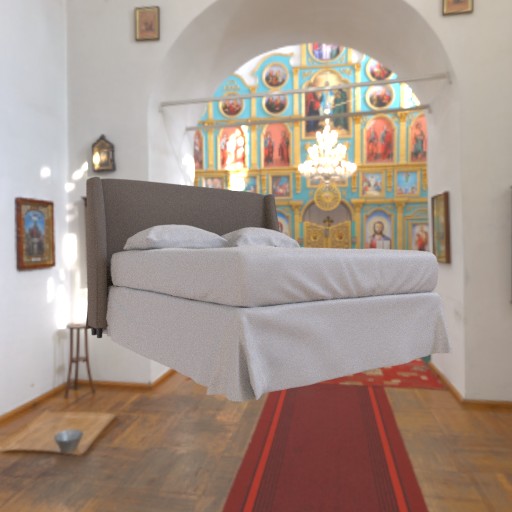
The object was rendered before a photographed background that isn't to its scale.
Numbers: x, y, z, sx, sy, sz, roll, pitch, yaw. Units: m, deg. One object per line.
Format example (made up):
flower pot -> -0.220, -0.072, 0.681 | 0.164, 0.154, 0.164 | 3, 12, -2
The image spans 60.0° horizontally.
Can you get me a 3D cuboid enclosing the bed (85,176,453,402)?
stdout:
bed -> 0.000, 0.000, 3.362 | 1.925, 1.332, 2.276 | 0, 0, -36
